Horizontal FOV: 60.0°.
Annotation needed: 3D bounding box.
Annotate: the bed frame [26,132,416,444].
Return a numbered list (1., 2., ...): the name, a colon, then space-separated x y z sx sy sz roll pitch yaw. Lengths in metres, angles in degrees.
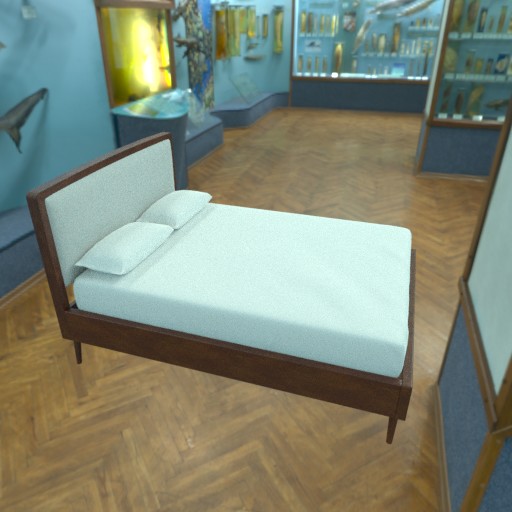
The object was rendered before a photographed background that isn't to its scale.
1. bed frame: 0.000 0.000 3.102 2.171 1.279 1.587 9 30 16
